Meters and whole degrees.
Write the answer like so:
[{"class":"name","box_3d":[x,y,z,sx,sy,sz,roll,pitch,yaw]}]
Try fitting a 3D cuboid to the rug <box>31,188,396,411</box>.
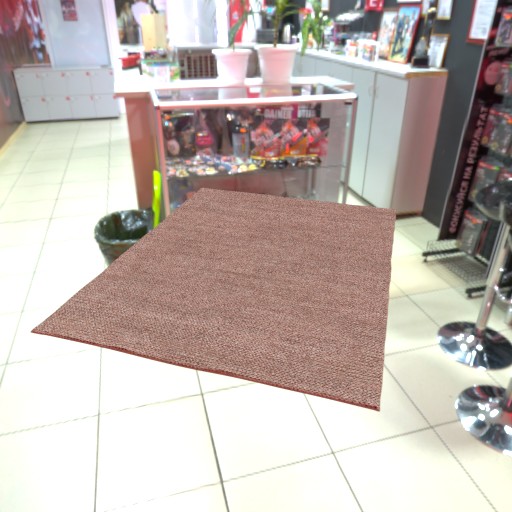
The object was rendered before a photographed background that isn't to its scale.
[{"class":"rug","box_3d":[0.000,0.000,4.115,2.429,0.030,3.052,9,30,15]}]
